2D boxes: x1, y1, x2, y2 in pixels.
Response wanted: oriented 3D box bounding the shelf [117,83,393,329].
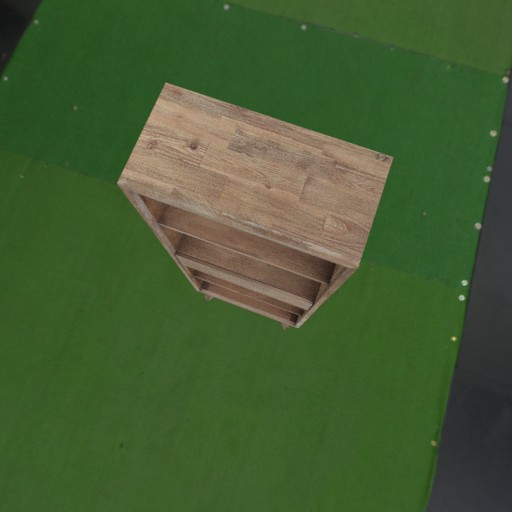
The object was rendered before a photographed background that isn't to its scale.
[{"bbox_3d":[0.000,0.000,1.521,0.491,1.342,0.267,20,76,5],"label":"shelf"}]
